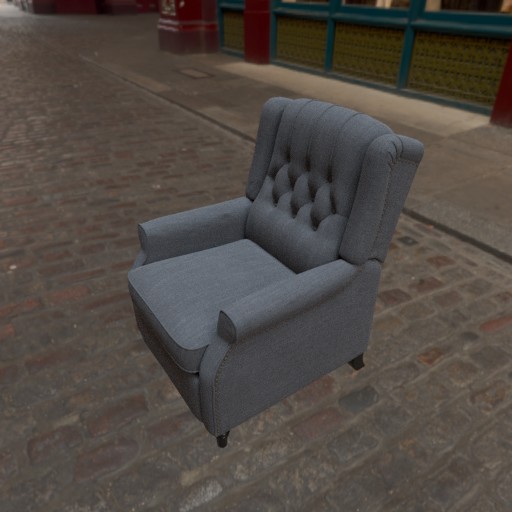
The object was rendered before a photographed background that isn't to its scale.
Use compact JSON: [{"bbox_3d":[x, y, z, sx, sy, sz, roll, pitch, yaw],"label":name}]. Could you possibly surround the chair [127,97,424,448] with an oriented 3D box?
[{"bbox_3d":[0.000,0.000,1.696,0.898,1.035,0.742,-20,38,-28],"label":"chair"}]
